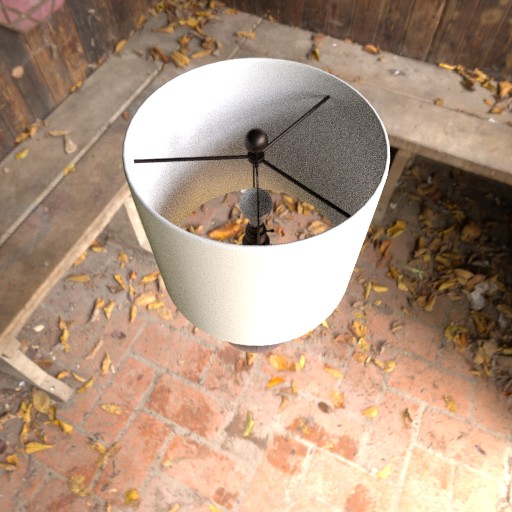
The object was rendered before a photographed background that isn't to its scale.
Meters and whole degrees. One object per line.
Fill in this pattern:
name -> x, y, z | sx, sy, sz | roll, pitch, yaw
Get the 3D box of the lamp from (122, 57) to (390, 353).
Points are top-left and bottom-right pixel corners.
lamp -> 0.000, 0.000, 0.778 | 0.329, 0.570, 0.329 | -3, 58, -2
